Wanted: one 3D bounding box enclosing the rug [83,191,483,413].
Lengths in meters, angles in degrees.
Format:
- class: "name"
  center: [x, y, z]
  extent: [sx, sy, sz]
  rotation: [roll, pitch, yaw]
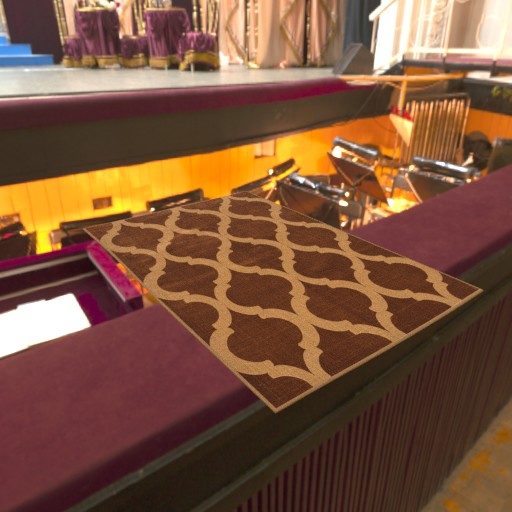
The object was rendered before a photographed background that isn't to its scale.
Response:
- class: "rug"
  center: [0.000, 0.000, 2.911]
  extent: [1.526, 0.014, 2.290]
  rotation: [-18, 32, -33]
